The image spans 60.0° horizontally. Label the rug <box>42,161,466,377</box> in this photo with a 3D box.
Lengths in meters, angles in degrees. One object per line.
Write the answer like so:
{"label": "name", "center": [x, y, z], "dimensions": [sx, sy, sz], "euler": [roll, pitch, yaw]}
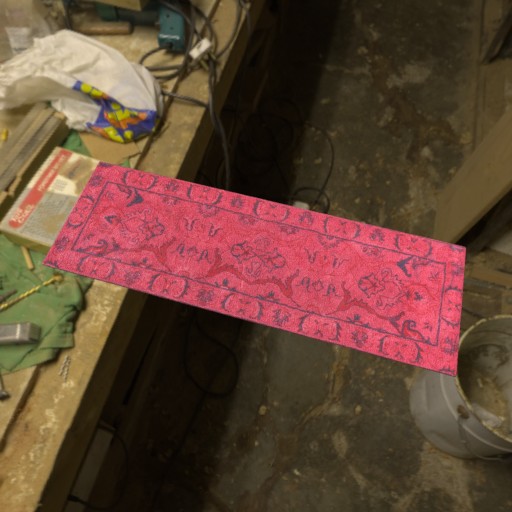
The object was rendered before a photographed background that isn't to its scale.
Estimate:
{"label": "rug", "center": [0.000, 0.000, 2.682], "dimensions": [2.439, 0.018, 0.813], "euler": [14, 64, 7]}
